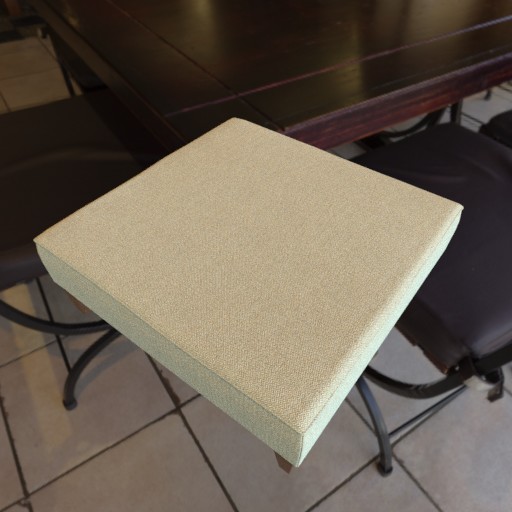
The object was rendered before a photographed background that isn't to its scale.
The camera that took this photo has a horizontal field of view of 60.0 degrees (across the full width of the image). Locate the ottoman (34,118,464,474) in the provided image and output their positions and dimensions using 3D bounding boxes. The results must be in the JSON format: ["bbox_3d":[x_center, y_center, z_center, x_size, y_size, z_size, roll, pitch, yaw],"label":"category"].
[{"bbox_3d":[0.000,0.000,1.512,1.004,0.379,0.968,29,52,25],"label":"ottoman"}]
